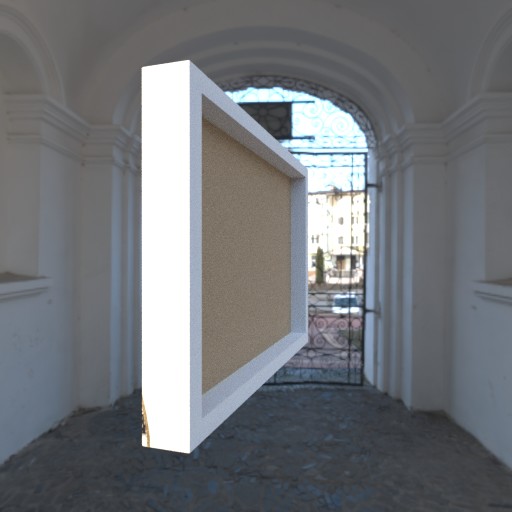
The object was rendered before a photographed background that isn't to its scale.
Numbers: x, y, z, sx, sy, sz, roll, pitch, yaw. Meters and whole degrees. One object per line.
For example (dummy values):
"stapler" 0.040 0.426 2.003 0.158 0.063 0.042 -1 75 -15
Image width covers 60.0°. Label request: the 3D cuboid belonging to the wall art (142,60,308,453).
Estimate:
"wall art" 0.000 0.000 0.474 0.039 0.254 0.384 0 0 19
